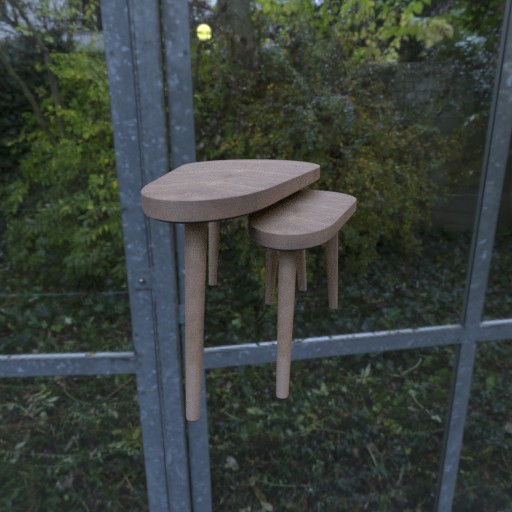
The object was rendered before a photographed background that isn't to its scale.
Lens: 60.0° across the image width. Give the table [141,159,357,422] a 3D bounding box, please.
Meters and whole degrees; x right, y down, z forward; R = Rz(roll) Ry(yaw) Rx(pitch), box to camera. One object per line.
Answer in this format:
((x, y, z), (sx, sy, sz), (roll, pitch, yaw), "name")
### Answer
((0.000, 0.000, 1.607), (0.701, 0.595, 1.190), (3, 17, 9), "table")
